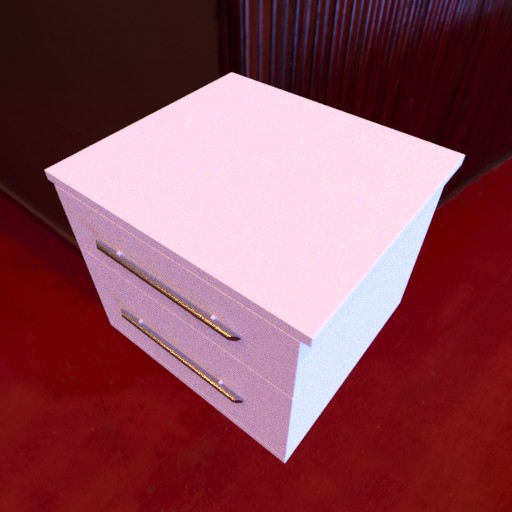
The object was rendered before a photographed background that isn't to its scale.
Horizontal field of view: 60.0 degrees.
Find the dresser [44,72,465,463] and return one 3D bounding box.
[{"bbox_3d":[0.000,0.000,0.733,0.430,0.360,0.400,30,53,26],"label":"dresser"}]
